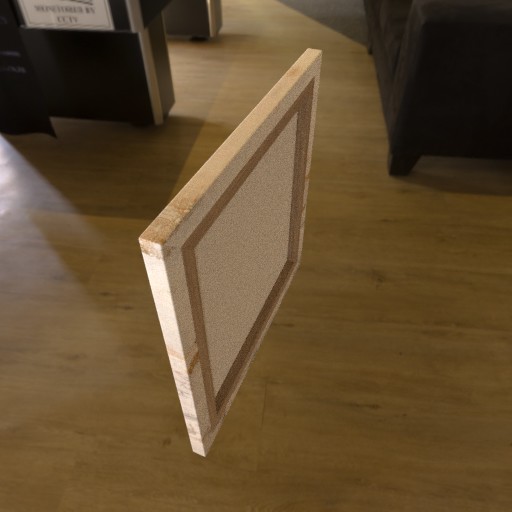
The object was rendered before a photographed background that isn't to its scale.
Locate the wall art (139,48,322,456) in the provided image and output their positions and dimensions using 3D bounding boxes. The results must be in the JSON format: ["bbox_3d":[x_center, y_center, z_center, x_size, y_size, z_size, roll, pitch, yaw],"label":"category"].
[{"bbox_3d":[0.000,0.000,1.121,0.038,0.755,0.753,17,48,16],"label":"wall art"}]
